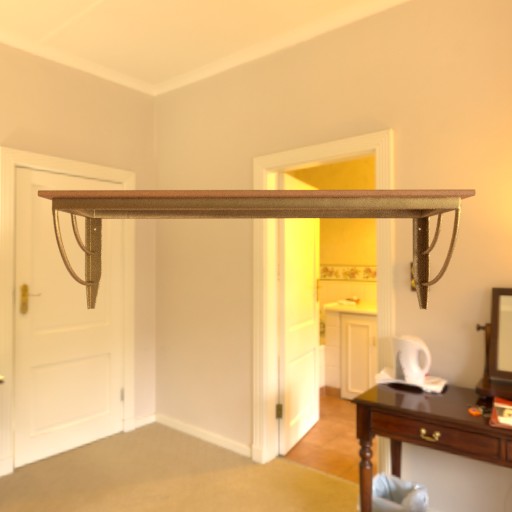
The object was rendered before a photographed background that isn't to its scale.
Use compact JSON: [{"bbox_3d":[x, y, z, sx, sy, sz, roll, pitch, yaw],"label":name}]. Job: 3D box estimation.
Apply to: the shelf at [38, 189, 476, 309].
[{"bbox_3d":[0.000,0.000,0.725,0.636,0.190,0.166,0,-1,1],"label":"shelf"}]
